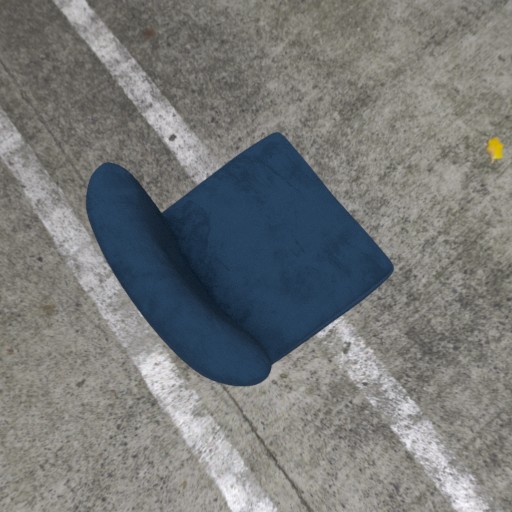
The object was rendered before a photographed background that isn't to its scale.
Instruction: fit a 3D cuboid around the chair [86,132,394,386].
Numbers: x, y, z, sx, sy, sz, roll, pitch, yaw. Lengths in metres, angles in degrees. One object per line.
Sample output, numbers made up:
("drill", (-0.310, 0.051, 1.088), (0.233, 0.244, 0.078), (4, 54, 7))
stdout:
("chair", (0.000, 0.000, 1.187), (0.560, 0.824, 0.530), (-37, 79, -8))
